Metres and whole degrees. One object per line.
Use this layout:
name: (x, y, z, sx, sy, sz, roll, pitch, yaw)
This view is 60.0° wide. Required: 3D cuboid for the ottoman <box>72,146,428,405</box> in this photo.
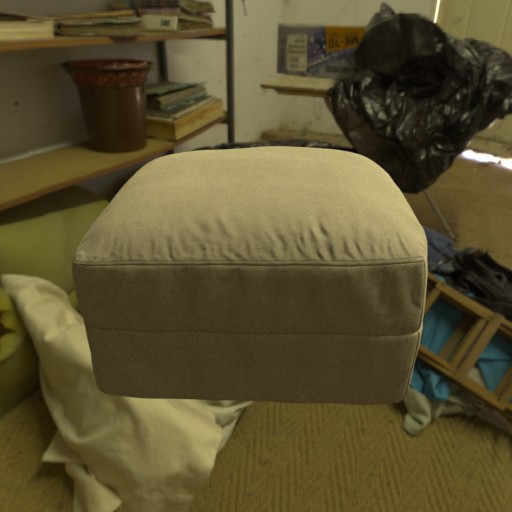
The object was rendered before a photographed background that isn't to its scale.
ottoman: (0.000, 0.000, 1.091, 0.712, 0.480, 0.584, 1, 29, 3)
